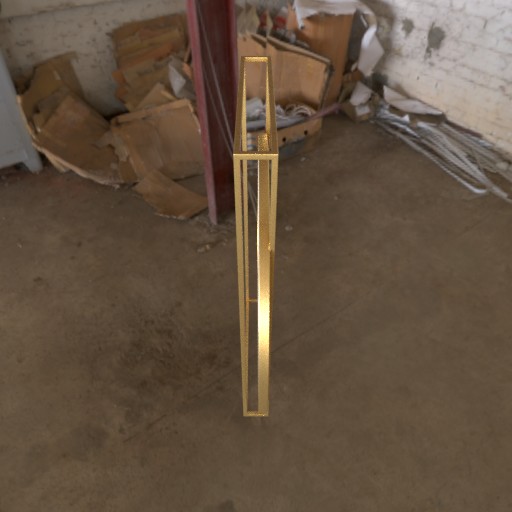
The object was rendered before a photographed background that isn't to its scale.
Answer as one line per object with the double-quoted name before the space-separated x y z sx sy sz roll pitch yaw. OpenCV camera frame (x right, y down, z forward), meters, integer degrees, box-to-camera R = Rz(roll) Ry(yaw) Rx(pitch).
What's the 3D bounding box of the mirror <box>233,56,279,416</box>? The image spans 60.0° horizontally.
"mirror" 0.000 0.000 0.817 0.051 0.603 0.508 0 43 0
